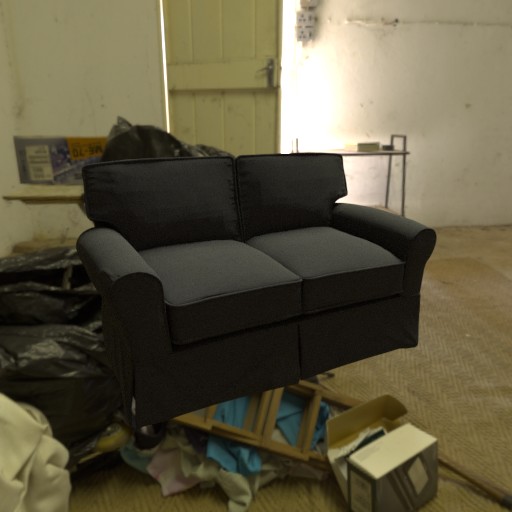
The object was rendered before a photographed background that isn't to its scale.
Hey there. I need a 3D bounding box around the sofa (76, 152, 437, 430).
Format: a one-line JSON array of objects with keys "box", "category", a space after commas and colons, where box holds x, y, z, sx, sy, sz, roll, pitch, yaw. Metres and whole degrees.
[{"box": [0.000, 0.000, 2.467, 1.801, 1.059, 0.997, -9, 19, -26], "category": "sofa"}]
